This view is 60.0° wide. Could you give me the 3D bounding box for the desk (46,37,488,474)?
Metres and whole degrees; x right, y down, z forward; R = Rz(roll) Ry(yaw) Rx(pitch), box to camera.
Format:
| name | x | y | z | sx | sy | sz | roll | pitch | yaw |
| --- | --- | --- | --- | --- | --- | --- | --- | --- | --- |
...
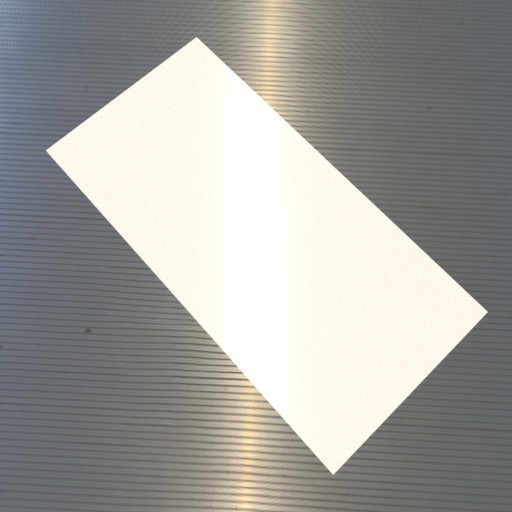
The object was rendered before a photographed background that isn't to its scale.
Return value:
| name | x | y | z | sx | sy | sz | roll | pitch | yaw |
| --- | --- | --- | --- | --- | --- | --- | --- | --- | --- |
| desk | 0.000 | 0.000 | 1.821 | 0.690 | 0.740 | 1.400 | -42 | 79 | -10 |
